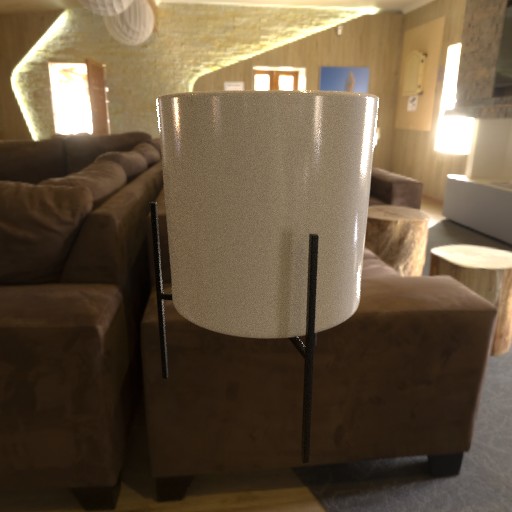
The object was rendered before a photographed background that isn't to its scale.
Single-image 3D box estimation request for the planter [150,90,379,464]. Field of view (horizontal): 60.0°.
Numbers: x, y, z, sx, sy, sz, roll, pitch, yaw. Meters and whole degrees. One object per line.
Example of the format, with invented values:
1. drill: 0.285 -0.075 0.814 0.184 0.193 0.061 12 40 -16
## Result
1. planter: 0.000 0.000 0.636 0.308 0.431 0.307 3 17 9
